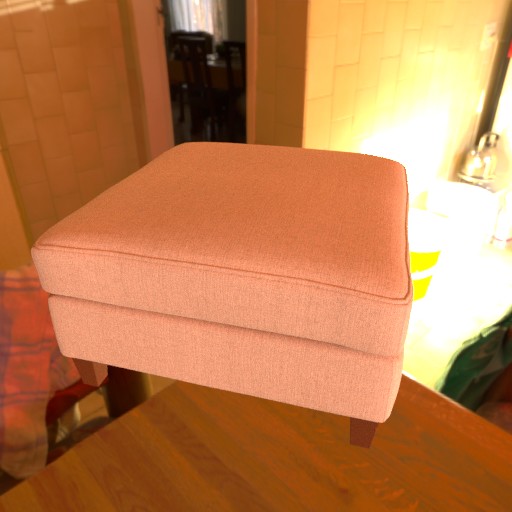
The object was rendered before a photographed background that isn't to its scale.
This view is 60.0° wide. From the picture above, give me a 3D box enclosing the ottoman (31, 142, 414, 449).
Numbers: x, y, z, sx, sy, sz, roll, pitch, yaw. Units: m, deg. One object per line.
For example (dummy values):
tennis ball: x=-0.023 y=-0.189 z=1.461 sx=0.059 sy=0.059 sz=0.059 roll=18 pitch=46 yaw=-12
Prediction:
ottoman: x=0.000 y=0.000 z=1.314 sx=0.838 sy=0.503 sz=0.838 roll=8 pitch=31 yaw=13
